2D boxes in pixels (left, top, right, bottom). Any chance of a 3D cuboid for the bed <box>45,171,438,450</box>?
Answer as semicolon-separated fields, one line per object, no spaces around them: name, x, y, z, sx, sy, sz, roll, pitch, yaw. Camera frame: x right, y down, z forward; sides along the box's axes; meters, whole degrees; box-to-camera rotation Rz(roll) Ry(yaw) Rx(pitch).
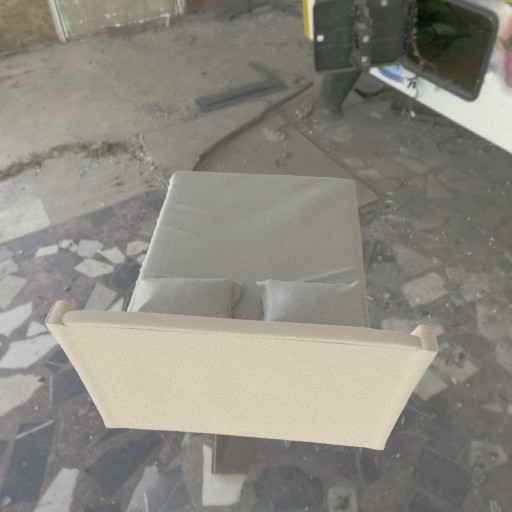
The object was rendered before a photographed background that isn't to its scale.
bed;0.000;0.000;3.342;1.925;1.332;2.276;4;47;3
